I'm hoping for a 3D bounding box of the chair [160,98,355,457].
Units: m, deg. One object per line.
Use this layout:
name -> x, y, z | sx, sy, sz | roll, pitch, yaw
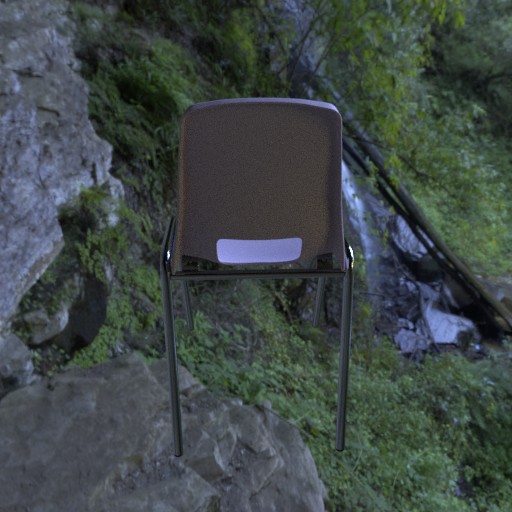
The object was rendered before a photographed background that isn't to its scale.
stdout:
chair -> 0.000, 0.000, 0.935 | 0.381, 0.704, 0.436 | -1, 29, -2
